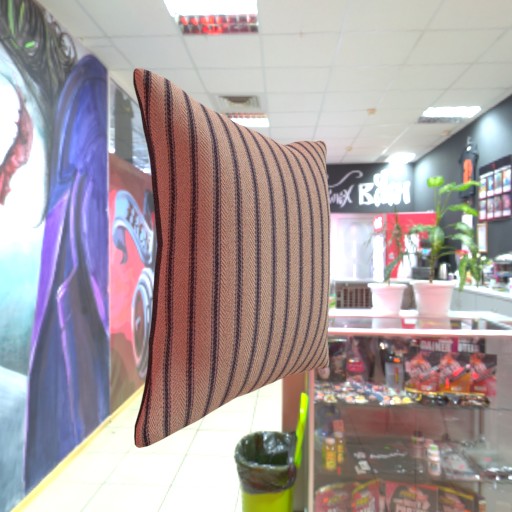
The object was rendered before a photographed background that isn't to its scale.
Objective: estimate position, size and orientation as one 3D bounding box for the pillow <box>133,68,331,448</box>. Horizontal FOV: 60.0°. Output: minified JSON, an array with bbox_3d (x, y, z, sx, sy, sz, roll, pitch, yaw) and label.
[{"bbox_3d":[0.000,0.000,0.691,0.138,0.444,0.468,0,1,37],"label":"pillow"}]
